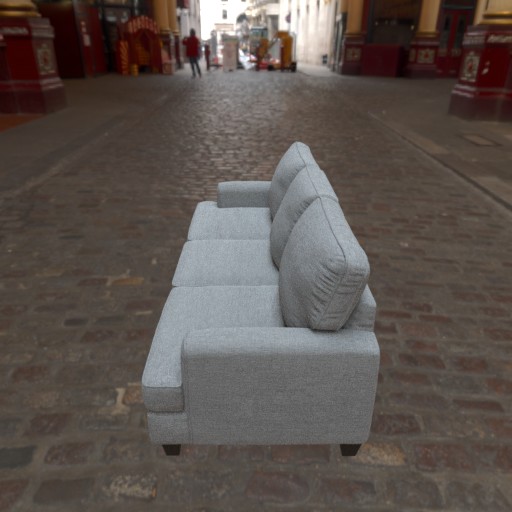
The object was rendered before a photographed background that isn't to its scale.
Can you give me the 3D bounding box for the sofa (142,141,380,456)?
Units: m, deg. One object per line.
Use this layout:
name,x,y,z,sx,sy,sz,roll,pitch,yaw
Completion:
sofa,0.000,0.000,2.655,0.951,0.965,2.158,0,26,-1
